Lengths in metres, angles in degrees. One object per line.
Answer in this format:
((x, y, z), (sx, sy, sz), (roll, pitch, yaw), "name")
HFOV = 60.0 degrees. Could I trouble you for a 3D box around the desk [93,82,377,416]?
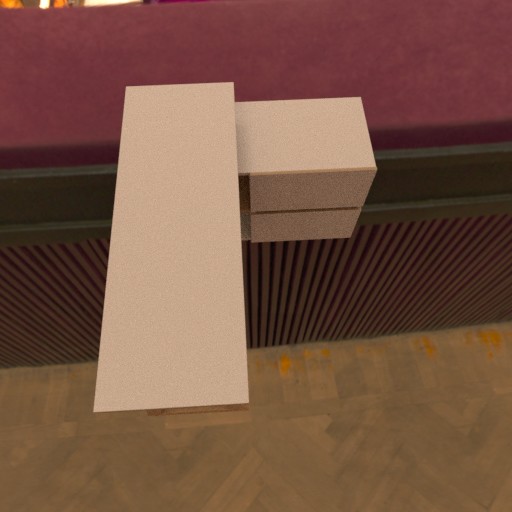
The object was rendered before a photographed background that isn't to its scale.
((0.000, 0.000, 2.046), (1.098, 0.755, 1.404), (-3, 64, -1), "desk")
